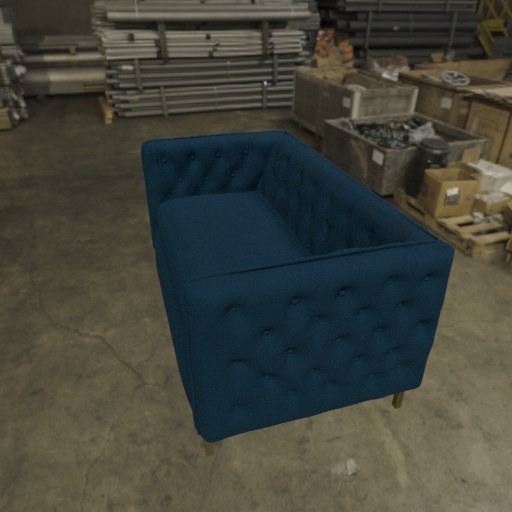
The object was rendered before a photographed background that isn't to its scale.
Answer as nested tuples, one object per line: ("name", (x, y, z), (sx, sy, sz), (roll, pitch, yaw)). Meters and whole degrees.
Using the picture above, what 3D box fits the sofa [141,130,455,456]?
("sofa", (0.000, 0.000, 2.139), (0.909, 0.810, 1.583), (-9, 31, -15))
